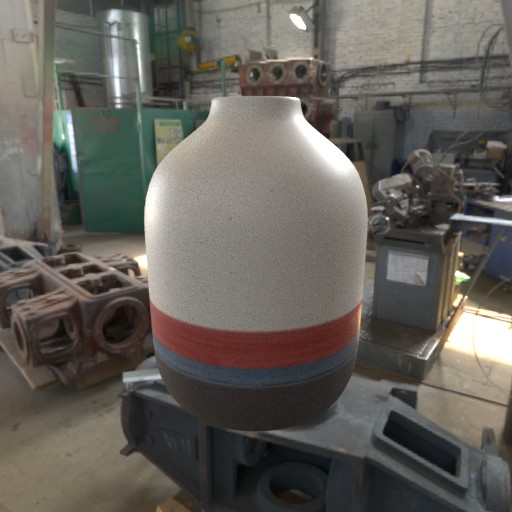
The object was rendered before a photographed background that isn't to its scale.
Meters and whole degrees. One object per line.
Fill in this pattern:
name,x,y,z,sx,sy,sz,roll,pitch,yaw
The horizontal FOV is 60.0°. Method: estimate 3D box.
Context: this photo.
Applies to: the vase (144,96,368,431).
vase,0.000,0.000,0.354,0.169,0.237,0.169,0,16,0
